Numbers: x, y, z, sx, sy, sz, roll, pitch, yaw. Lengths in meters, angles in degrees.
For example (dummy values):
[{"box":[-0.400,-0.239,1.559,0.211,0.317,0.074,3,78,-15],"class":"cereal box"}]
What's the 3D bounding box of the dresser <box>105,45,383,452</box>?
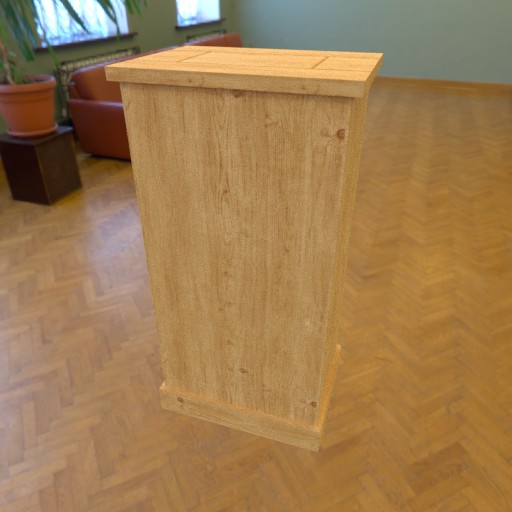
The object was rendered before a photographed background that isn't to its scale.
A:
[{"box":[0.000,0.000,1.273,0.531,1.041,0.390,10,33,15],"class":"dresser"}]
